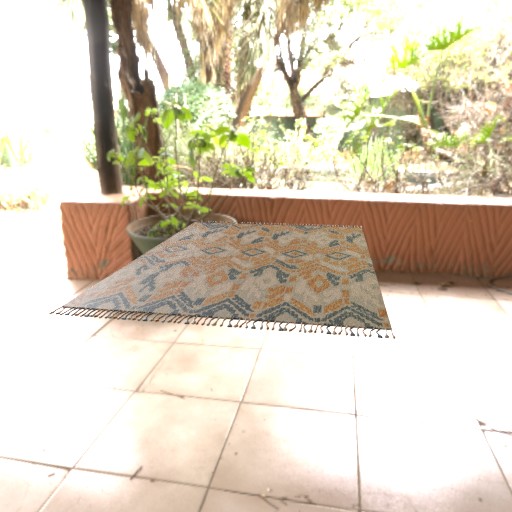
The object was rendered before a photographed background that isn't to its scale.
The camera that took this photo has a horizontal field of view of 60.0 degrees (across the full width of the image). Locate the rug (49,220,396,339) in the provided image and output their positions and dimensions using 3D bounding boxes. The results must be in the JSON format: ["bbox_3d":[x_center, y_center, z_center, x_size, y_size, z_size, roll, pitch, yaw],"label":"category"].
[{"bbox_3d":[0.000,0.000,2.382,1.230,0.008,1.827,3,16,9],"label":"rug"}]
